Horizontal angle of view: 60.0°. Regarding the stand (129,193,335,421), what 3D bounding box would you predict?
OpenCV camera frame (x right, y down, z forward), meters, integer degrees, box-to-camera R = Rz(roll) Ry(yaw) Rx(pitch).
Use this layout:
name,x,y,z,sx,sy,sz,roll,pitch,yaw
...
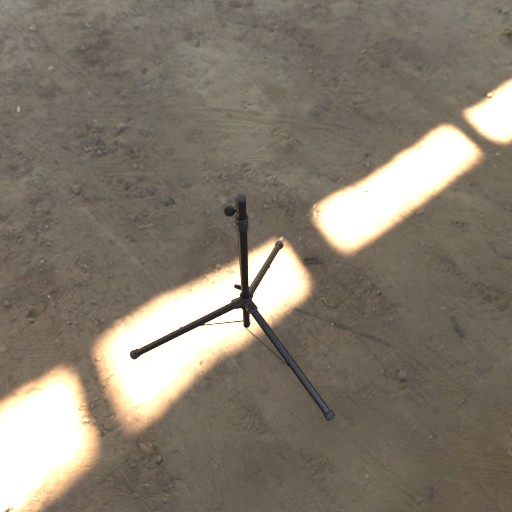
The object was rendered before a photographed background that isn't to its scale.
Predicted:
name,x,y,z,sx,sy,sz,roll,pitch,yaw
stand,0.000,0.000,1.893,1.045,1.136,0.907,16,59,10
